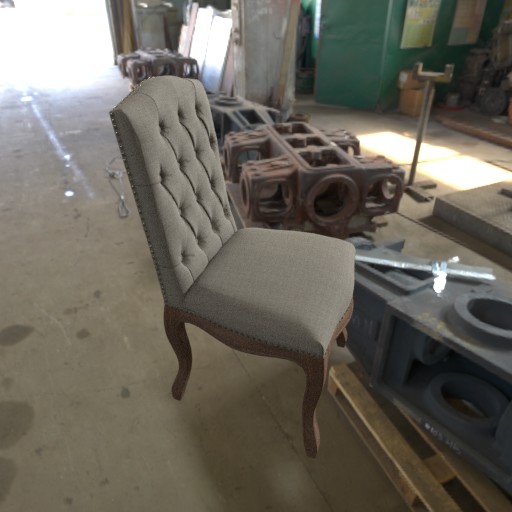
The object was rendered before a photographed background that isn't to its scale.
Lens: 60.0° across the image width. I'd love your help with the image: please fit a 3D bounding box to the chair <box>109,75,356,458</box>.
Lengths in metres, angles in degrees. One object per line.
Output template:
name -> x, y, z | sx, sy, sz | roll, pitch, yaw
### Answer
chair -> 0.000, 0.000, 1.608 | 0.731, 1.191, 0.637 | 10, 33, 16
